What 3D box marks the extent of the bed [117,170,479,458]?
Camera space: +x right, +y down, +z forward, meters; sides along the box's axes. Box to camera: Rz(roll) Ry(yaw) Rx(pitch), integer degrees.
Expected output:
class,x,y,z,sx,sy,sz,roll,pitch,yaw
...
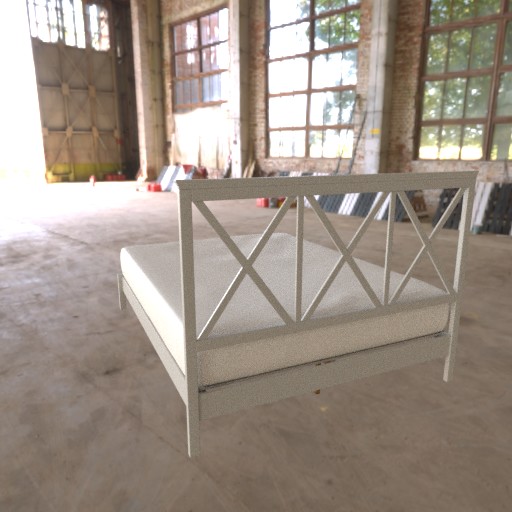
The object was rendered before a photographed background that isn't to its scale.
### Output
class,x,y,z,sx,sy,sz,roll,pitch,yaw
bed,0.000,0.000,3.146,1.673,1.253,2.135,-6,15,-24
